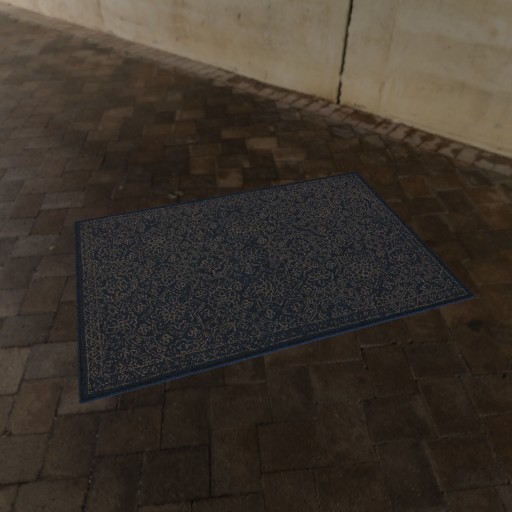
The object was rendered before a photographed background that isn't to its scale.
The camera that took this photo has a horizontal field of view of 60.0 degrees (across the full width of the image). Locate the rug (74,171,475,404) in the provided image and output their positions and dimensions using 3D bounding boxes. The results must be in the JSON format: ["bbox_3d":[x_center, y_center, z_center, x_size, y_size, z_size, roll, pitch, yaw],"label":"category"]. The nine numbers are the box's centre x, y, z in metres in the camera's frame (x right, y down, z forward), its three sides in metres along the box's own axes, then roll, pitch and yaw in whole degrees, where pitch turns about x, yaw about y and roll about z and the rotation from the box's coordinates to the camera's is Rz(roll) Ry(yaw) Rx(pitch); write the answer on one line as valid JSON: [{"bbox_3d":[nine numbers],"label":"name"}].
[{"bbox_3d":[0.000,0.000,2.351,1.829,0.010,1.219,-12,43,-13],"label":"rug"}]
